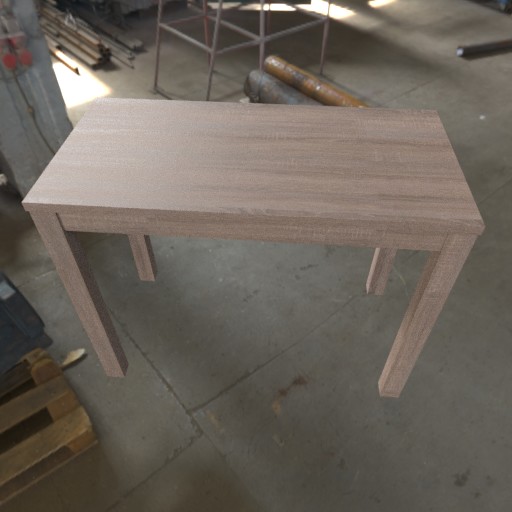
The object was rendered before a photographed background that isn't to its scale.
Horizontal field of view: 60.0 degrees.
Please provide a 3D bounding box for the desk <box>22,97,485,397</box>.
[{"bbox_3d":[0.000,0.000,1.388,0.991,0.762,0.495,3,46,3],"label":"desk"}]
